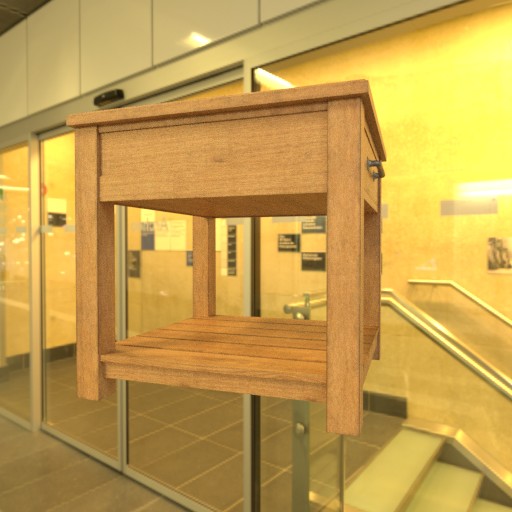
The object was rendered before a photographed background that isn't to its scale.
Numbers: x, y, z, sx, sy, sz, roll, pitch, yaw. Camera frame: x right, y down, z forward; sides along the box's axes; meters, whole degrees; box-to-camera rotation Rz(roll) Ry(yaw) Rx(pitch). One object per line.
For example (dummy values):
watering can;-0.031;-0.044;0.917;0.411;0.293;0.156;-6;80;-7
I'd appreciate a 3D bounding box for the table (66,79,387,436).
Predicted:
table;0.000;0.000;1.107;0.612;0.593;0.616;0;1;19
